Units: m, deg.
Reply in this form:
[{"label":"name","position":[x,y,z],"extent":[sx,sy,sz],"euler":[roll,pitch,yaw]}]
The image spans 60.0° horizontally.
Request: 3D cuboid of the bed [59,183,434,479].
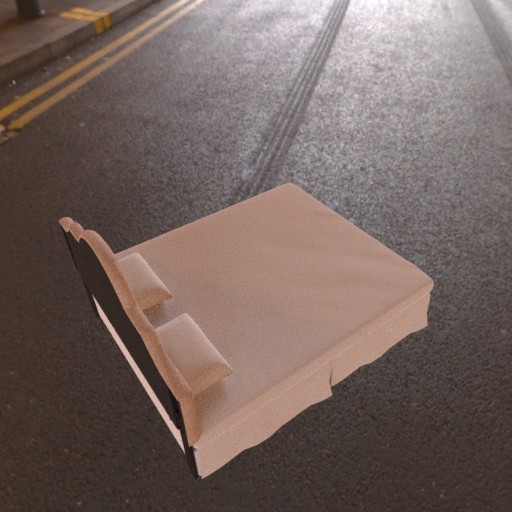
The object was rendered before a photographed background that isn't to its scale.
[{"label":"bed","position":[0.000,0.000,2.940],"extent":[1.970,1.194,1.667],"euler":[-26,48,-26]}]
